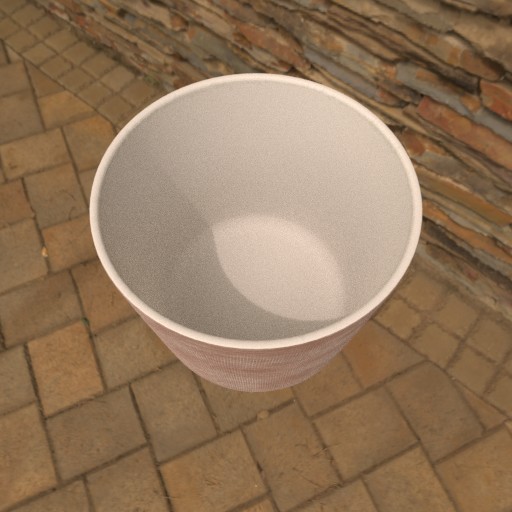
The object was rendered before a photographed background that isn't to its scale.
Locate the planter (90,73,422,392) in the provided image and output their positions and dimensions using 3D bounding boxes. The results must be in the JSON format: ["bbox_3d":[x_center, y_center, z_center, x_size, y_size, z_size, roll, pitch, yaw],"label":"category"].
[{"bbox_3d":[0.000,0.000,0.769,0.440,0.398,0.440,0,63,0],"label":"planter"}]
